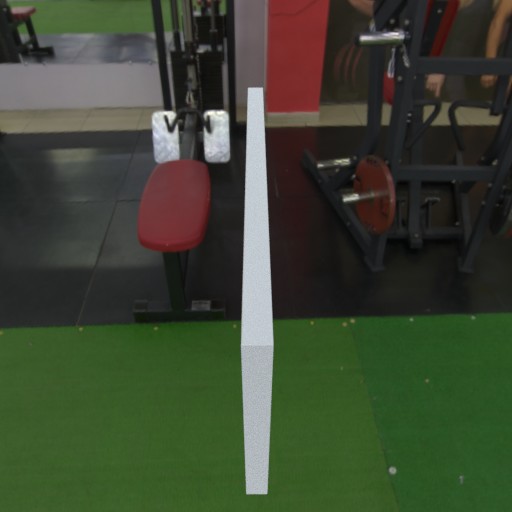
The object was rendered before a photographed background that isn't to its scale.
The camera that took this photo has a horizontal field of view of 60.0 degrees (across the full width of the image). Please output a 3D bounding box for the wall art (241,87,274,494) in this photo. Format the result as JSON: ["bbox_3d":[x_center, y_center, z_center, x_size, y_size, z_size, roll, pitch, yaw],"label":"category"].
[{"bbox_3d":[0.000,0.000,0.964,0.038,0.431,0.812,0,41,0],"label":"wall art"}]
